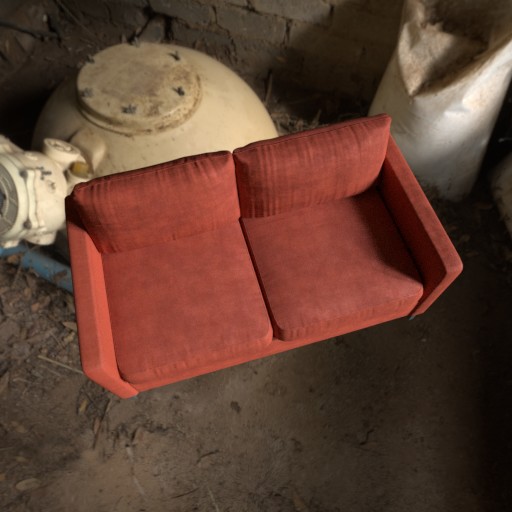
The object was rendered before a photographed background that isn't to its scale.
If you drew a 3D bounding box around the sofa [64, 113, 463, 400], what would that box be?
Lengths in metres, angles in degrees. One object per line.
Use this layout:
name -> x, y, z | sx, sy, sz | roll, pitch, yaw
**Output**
sofa -> 0.000, 0.000, 2.097 | 1.574, 0.896, 0.864 | -14, 63, -7
